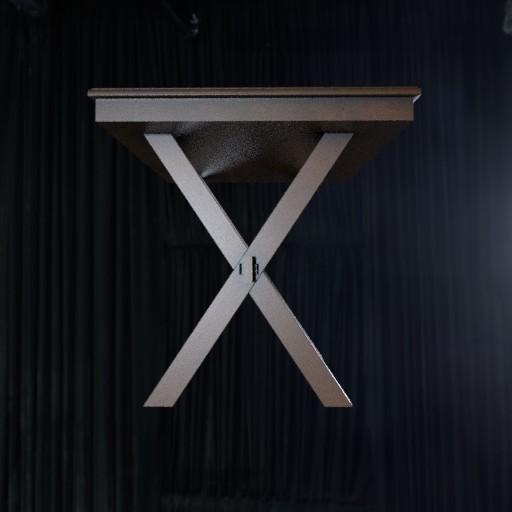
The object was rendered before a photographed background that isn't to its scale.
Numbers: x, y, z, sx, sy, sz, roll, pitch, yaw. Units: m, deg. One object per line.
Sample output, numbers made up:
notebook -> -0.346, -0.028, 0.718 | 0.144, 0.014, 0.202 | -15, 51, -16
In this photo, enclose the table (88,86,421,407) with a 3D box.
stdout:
table -> 0.000, 0.000, 1.041 | 0.560, 0.562, 0.602 | 0, -1, 1
